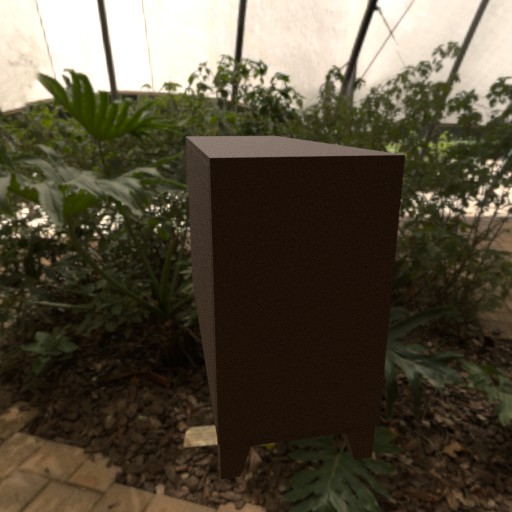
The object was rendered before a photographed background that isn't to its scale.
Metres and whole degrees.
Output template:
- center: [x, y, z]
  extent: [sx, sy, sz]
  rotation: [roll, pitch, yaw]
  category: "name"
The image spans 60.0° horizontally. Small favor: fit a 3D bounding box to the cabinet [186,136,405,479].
- center: [0.000, 0.000, 1.838]
  extent: [0.482, 0.914, 1.396]
  rotation: [-3, 17, -10]
  category: "cabinet"
